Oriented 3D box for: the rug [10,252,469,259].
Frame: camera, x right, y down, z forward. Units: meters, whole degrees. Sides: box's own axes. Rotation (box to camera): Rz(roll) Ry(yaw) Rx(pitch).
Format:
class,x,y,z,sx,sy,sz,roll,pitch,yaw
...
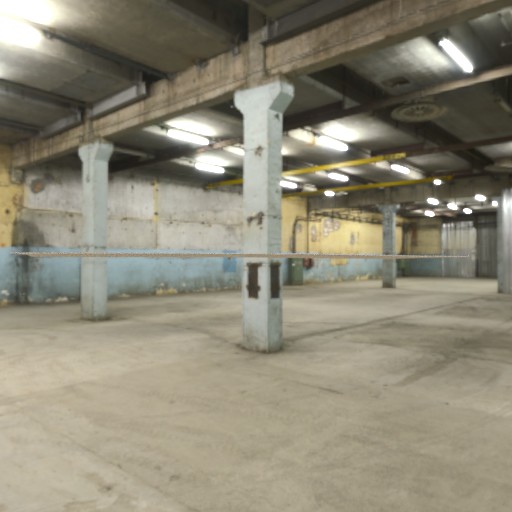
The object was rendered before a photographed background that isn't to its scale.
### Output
class,x,y,z,sx,sy,sz,roll,pitch,yaw
rug,0.000,0.000,2.474,2.346,0.013,0.712,0,-1,-20
